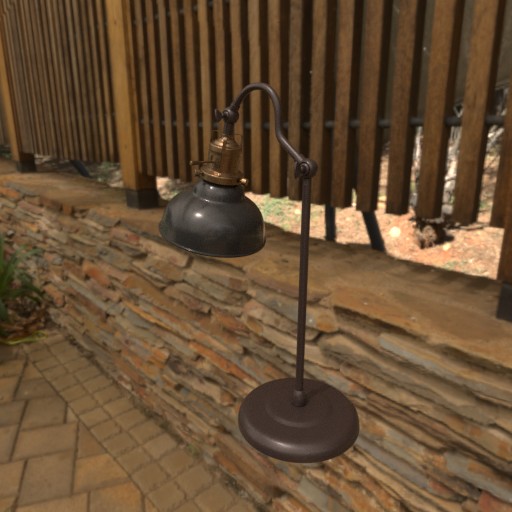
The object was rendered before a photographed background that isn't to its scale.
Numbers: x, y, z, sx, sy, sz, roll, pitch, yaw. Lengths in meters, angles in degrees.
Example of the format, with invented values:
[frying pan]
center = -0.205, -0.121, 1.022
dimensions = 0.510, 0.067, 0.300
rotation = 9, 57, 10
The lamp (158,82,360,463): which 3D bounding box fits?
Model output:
[lamp]
center = 0.000, 0.000, 0.694
dimensions = 0.374, 0.508, 0.192
rotation = 15, 22, 40
